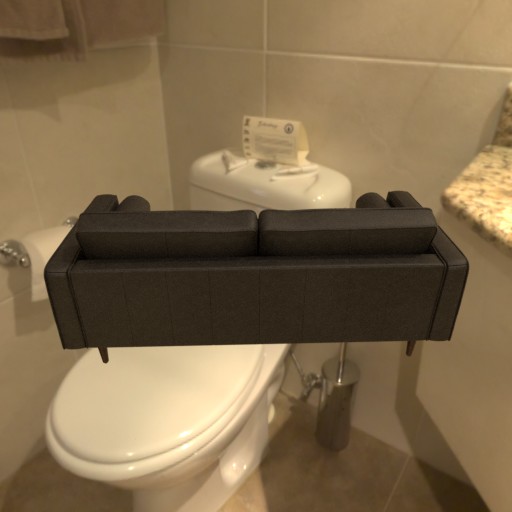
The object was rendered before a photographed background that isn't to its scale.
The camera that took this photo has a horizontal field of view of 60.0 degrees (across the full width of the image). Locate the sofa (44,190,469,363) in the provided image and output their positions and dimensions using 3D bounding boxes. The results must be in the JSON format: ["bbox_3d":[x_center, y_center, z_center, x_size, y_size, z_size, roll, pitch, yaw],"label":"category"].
[{"bbox_3d":[0.000,0.000,2.375,1.879,0.770,0.921,-1,30,-2],"label":"sofa"}]
